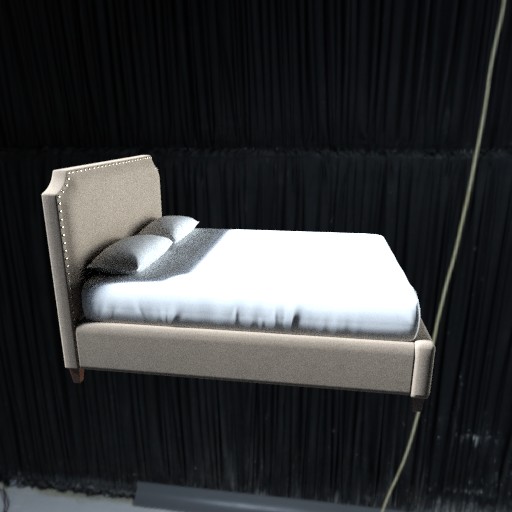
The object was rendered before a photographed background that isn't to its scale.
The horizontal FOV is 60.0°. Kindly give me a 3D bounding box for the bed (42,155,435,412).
[{"bbox_3d":[0.000,0.000,3.426,2.329,1.415,1.703,2,17,8],"label":"bed"}]
